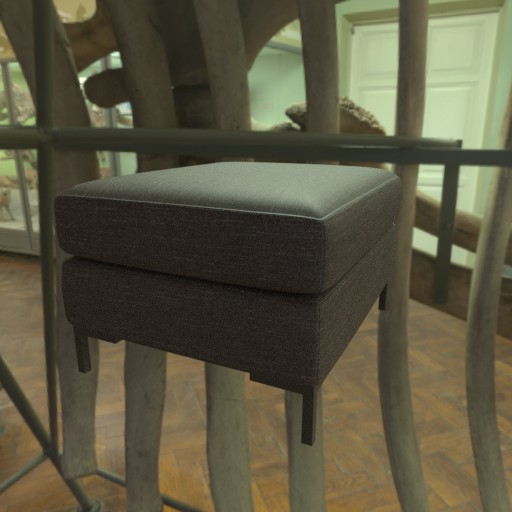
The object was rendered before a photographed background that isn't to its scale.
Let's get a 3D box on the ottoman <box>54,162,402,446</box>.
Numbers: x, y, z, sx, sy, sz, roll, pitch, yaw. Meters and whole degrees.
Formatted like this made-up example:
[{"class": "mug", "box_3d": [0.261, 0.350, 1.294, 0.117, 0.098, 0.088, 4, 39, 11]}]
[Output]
[{"class": "ottoman", "box_3d": [0.000, 0.000, 1.249, 0.671, 0.490, 0.820, 8, 18, 25]}]
